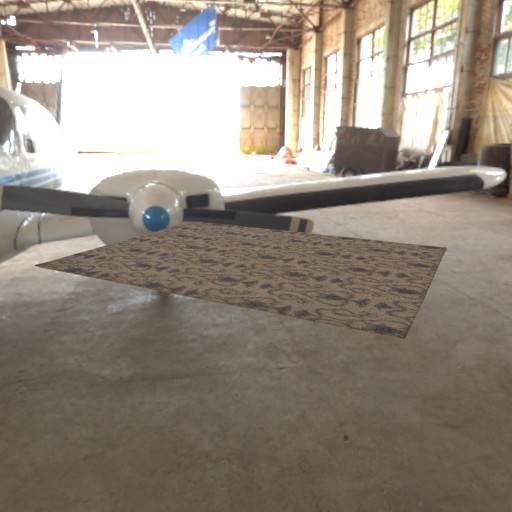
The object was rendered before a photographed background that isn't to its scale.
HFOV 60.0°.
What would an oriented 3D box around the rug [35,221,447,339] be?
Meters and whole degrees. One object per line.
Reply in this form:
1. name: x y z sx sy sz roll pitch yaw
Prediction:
1. rug: 0.000 0.000 4.275 3.205 0.015 2.437 8 17 27
